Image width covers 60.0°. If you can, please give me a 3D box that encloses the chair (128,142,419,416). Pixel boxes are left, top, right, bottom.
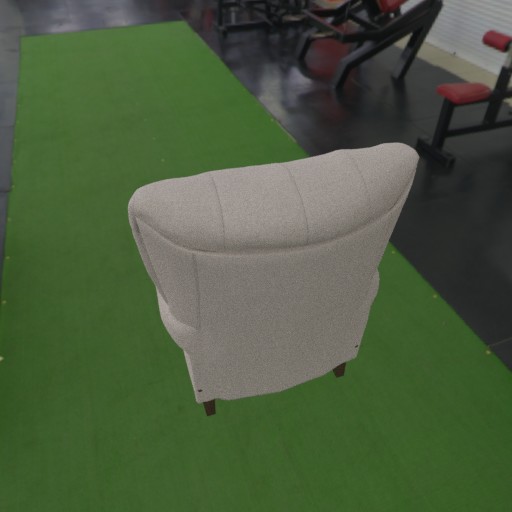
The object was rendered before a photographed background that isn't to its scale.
[{"bbox_3d":[0.000,0.000,1.897,0.942,1.209,1.025,-12,43,-13],"label":"chair"}]
